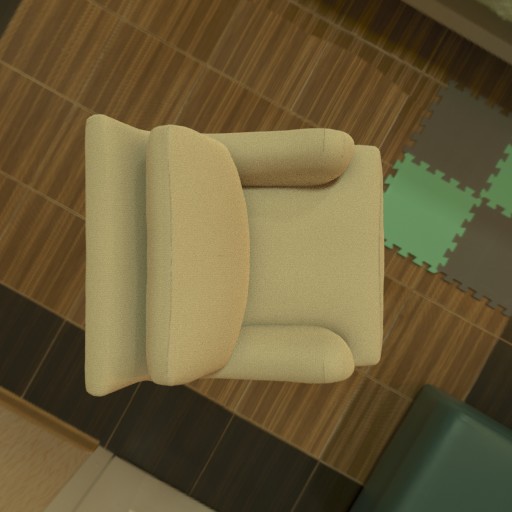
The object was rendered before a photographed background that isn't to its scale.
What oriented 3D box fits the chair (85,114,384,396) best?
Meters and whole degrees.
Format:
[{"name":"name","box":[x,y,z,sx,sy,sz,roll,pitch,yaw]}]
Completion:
[{"name":"chair","box":[0.000,0.000,1.834,1.070,1.038,0.955,0,90,0]}]
